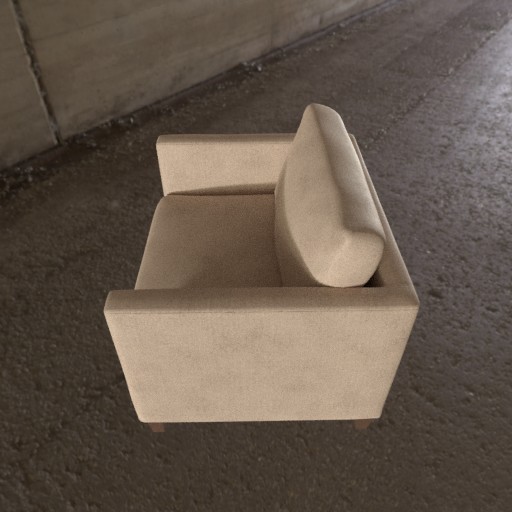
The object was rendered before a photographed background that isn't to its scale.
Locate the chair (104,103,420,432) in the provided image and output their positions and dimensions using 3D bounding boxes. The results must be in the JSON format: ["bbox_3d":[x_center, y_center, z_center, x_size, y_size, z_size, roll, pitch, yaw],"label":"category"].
[{"bbox_3d":[0.000,0.000,1.856,0.959,0.961,1.133,-1,42,-1],"label":"chair"}]
